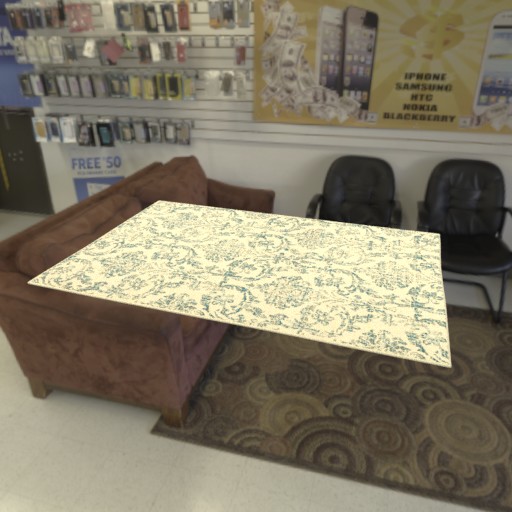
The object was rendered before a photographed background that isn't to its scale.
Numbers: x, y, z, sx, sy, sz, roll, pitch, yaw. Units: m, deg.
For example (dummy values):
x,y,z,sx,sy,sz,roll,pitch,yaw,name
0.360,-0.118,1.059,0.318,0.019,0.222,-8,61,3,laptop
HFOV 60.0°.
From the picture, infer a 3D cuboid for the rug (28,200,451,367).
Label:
x,y,z,sx,sy,sz,roll,pitch,yaw,name
0.000,0.000,3.457,2.746,0.018,1.819,8,28,17,rug
